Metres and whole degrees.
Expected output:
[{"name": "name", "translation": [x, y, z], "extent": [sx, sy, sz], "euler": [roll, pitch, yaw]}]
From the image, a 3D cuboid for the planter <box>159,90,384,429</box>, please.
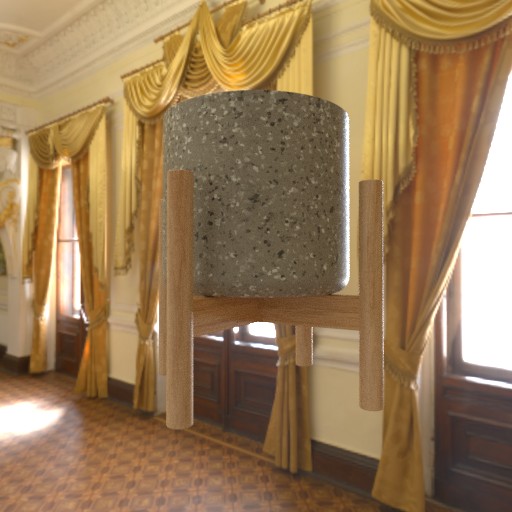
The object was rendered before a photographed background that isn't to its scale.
[{"name": "planter", "translation": [0.000, 0.000, 0.539], "extent": [0.284, 0.320, 0.284], "euler": [1, -1, -37]}]
